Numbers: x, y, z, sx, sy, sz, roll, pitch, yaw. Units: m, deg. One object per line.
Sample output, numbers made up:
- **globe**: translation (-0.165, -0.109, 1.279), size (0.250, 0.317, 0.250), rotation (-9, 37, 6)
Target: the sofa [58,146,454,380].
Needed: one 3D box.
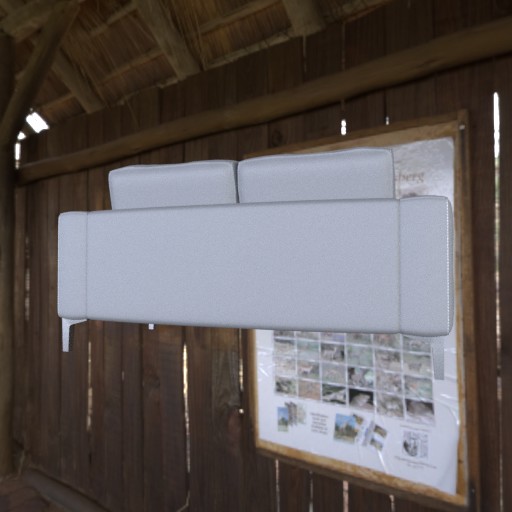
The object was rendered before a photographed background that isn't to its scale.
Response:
- **sofa**: translation (0.000, 0.000, 2.182), size (1.726, 0.892, 0.833), rotation (0, -1, 18)
